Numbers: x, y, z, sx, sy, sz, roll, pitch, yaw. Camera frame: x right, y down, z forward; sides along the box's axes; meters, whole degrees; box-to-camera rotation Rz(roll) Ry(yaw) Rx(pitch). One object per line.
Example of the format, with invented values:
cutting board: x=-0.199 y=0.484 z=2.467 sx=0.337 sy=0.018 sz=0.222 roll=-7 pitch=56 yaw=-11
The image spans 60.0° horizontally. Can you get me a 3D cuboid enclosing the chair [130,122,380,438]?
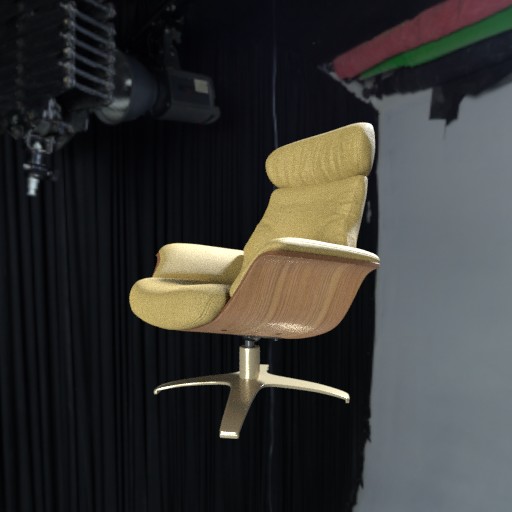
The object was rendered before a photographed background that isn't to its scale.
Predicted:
chair: x=0.000 y=0.000 z=1.594 sx=0.837 sy=0.995 sz=0.785 roll=0 pitch=0 yaw=-36
